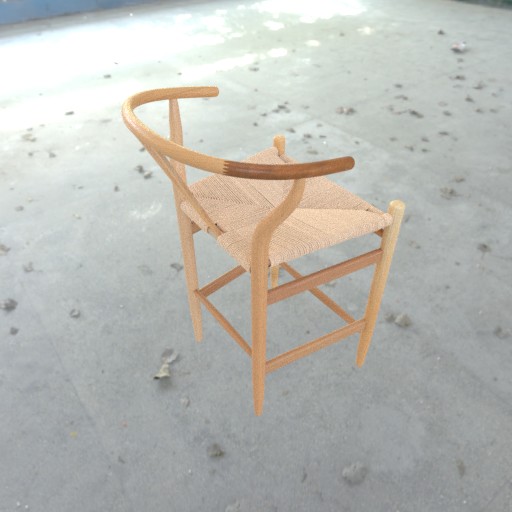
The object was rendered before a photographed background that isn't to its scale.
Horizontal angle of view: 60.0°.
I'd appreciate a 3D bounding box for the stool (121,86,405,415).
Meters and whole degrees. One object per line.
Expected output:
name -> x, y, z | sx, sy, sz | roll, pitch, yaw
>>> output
stool -> 0.000, 0.000, 1.275 | 0.575, 0.923, 0.536 | -25, 46, -27
